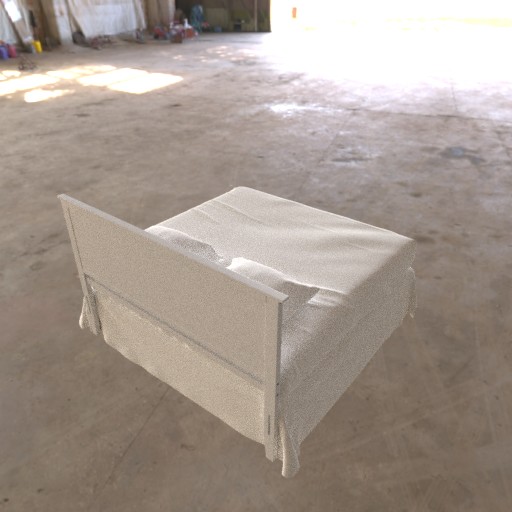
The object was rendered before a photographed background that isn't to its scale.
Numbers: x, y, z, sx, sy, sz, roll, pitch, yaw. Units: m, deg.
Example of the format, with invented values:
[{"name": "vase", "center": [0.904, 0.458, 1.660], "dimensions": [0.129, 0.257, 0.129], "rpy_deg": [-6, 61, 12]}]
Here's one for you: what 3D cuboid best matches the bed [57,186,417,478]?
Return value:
[{"name": "bed", "center": [0.000, 0.000, 3.692], "dimensions": [2.317, 1.273, 2.215], "rpy_deg": [23, 38, 33]}]
